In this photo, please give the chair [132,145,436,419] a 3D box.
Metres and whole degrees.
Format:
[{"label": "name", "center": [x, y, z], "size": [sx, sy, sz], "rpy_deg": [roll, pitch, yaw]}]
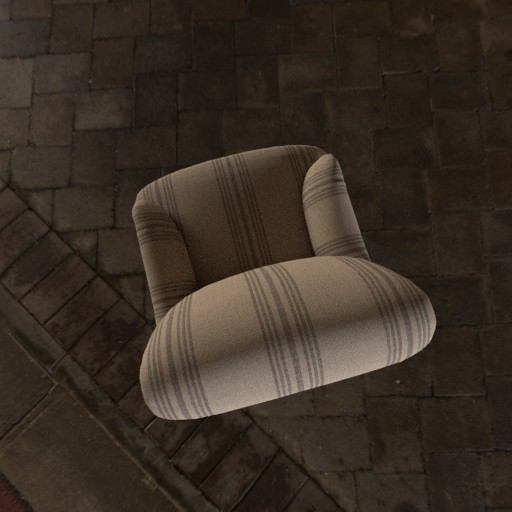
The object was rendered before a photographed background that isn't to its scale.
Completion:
[{"label": "chair", "center": [0.000, 0.000, 1.578], "size": [0.813, 0.940, 0.914], "rpy_deg": [-15, 77, -4]}]
